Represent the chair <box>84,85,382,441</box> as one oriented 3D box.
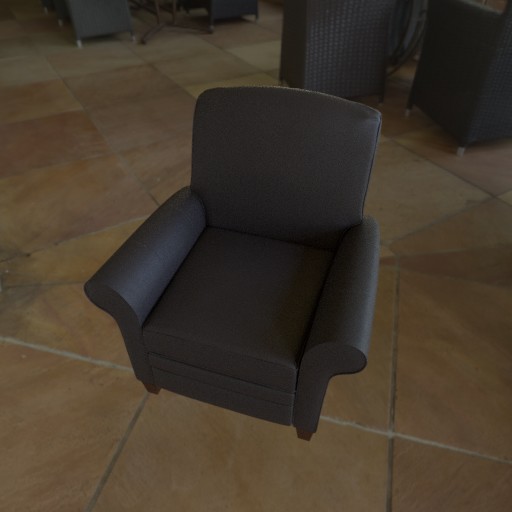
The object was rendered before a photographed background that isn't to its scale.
[{"bbox_3d":[0.000,0.000,1.779,0.978,1.061,0.902,12,42,14],"label":"chair"}]
